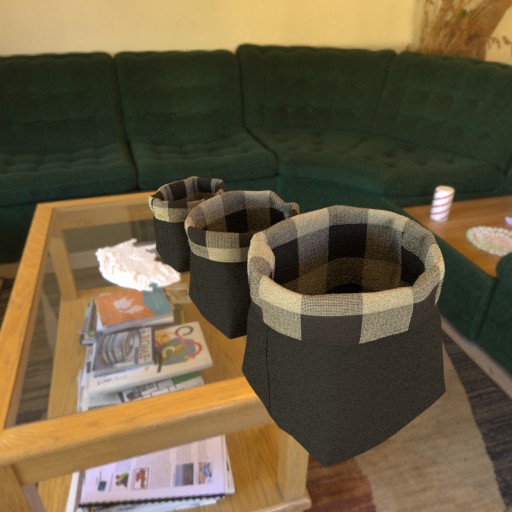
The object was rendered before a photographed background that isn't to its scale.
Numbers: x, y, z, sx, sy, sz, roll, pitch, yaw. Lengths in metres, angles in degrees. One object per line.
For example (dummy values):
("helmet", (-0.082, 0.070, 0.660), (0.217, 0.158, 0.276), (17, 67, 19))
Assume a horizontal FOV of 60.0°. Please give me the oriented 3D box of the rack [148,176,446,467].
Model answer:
("rack", (0.000, 0.000, 1.034), (0.370, 0.329, 0.889), (-19, 36, -29))
